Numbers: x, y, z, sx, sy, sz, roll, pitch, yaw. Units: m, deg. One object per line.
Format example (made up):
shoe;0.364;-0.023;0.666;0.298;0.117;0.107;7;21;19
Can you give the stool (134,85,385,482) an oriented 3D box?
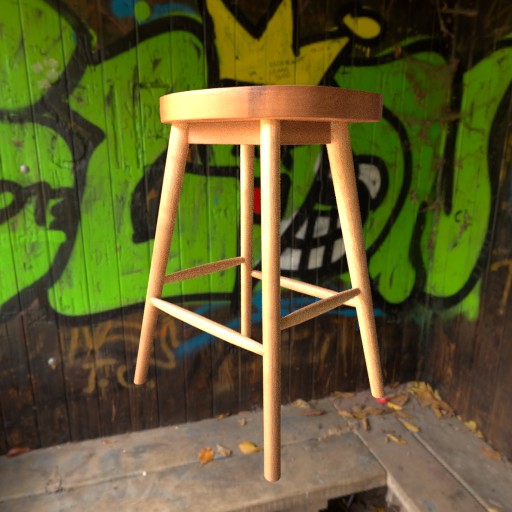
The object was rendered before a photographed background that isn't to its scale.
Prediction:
stool;0.000;0.000;0.905;0.361;0.615;0.440;-14;21;-43
